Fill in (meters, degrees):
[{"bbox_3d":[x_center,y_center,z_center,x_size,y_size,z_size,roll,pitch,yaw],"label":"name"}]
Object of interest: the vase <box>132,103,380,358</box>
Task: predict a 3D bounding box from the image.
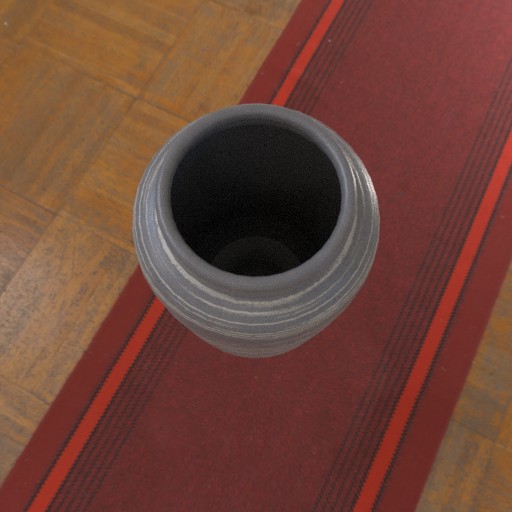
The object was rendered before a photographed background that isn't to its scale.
[{"bbox_3d":[0.000,0.000,0.680,0.297,0.499,0.297,0,75,0],"label":"vase"}]
